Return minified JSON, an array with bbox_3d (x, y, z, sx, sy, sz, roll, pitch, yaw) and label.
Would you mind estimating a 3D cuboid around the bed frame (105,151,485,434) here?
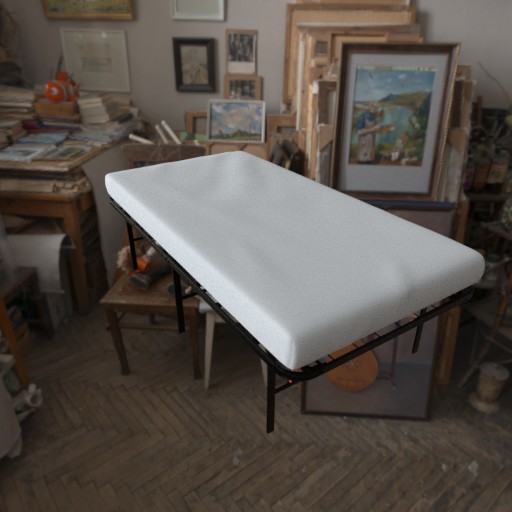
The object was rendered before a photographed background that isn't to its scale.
[{"bbox_3d":[0.000,0.000,2.340,0.989,0.619,1.903,-17,33,-29],"label":"bed frame"}]
